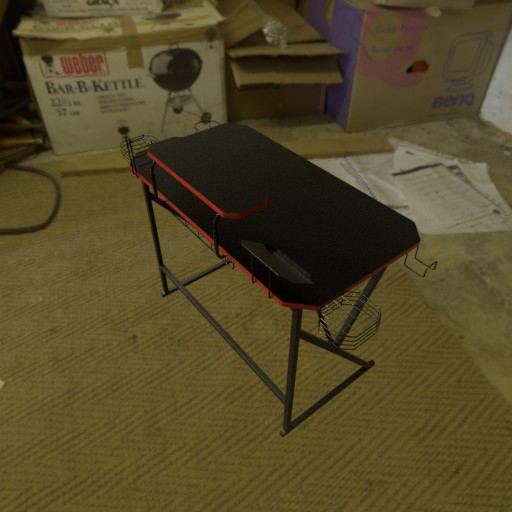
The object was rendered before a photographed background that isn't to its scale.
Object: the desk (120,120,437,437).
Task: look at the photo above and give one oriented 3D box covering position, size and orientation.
[{"bbox_3d":[0.000,0.000,1.730,0.588,0.913,1.280,-28,49,-27],"label":"desk"}]
